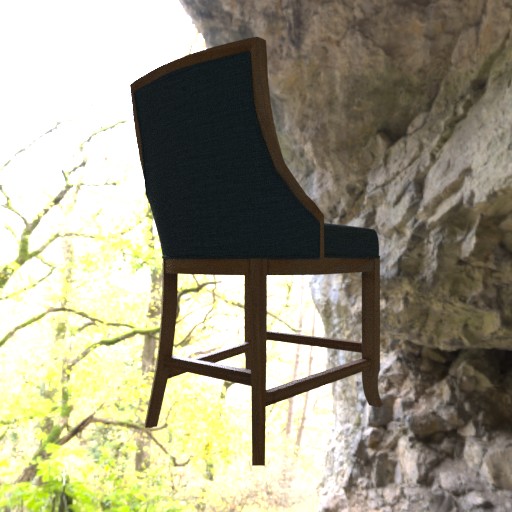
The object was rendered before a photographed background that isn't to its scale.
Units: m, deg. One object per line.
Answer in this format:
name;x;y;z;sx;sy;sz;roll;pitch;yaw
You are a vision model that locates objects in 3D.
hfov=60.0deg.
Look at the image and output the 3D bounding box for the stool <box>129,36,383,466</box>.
stool;0.000;0.000;1.295;0.524;0.938;0.626;0;0;37
